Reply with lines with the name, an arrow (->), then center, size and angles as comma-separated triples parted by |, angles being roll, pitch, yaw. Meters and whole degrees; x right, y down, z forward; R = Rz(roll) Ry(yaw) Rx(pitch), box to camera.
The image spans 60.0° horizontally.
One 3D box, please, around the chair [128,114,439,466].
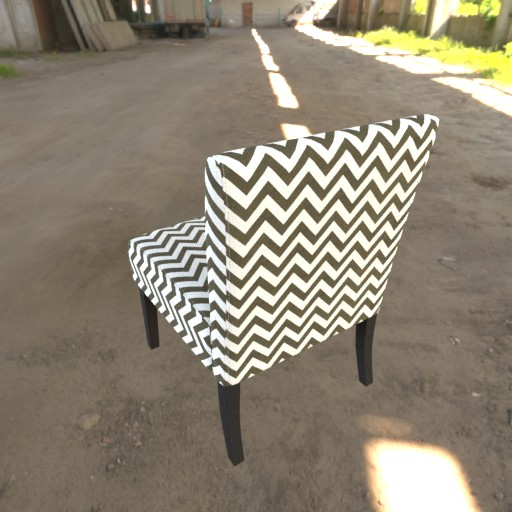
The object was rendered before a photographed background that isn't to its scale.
chair -> 0.000, 0.000, 1.284 | 0.589, 0.838, 0.648 | -19, 35, -30
